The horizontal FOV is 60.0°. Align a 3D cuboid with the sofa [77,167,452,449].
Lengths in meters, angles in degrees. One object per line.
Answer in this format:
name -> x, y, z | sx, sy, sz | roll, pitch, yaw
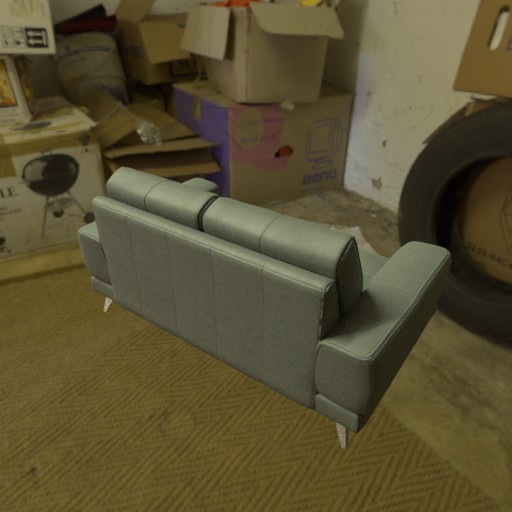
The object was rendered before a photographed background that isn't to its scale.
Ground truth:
sofa -> 0.000, 0.000, 2.405 | 1.806, 0.907, 1.018 | 20, 36, 30
